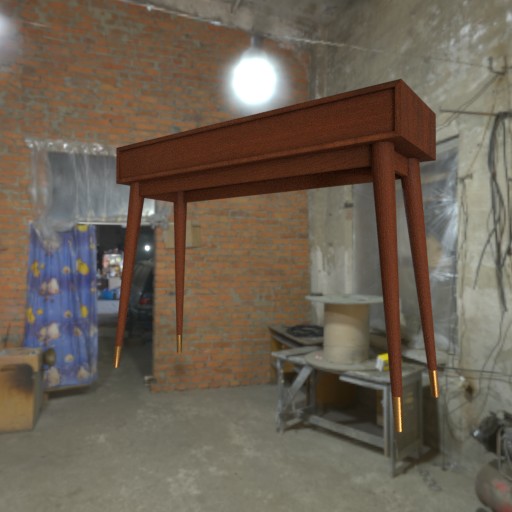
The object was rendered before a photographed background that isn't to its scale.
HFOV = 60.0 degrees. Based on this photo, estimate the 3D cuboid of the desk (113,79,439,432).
[{"bbox_3d":[0.000,0.000,1.647,1.204,0.917,0.384,-1,-1,36],"label":"desk"}]
